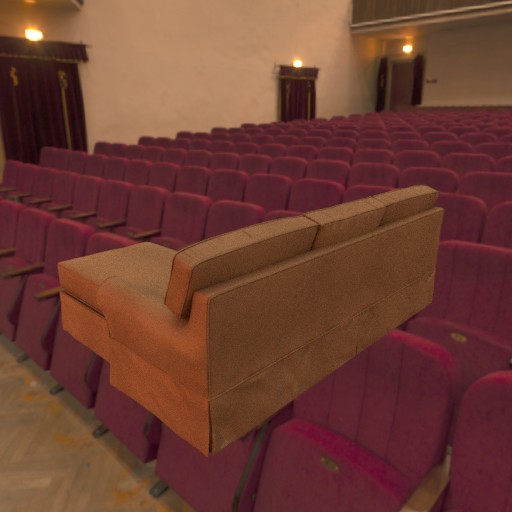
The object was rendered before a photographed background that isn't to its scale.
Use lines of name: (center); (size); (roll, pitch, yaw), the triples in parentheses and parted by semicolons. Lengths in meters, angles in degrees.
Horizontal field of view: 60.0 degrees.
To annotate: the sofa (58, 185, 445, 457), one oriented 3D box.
sofa: (0.000, 0.000, 3.225); (1.733, 0.978, 2.475); (17, 24, 41)
